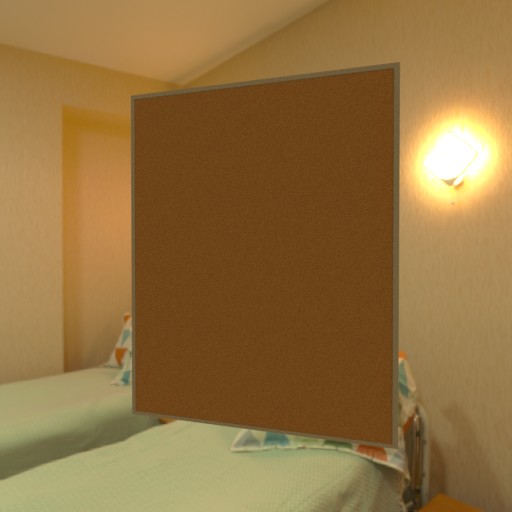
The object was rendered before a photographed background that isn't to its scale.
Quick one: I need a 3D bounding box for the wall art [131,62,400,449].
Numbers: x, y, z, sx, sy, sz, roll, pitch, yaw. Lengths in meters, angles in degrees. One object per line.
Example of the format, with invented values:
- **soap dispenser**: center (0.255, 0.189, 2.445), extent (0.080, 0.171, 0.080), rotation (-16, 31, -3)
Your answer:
- **wall art**: center (0.000, 0.000, 0.995), extent (0.611, 0.763, 0.055), rotation (0, 1, 18)
